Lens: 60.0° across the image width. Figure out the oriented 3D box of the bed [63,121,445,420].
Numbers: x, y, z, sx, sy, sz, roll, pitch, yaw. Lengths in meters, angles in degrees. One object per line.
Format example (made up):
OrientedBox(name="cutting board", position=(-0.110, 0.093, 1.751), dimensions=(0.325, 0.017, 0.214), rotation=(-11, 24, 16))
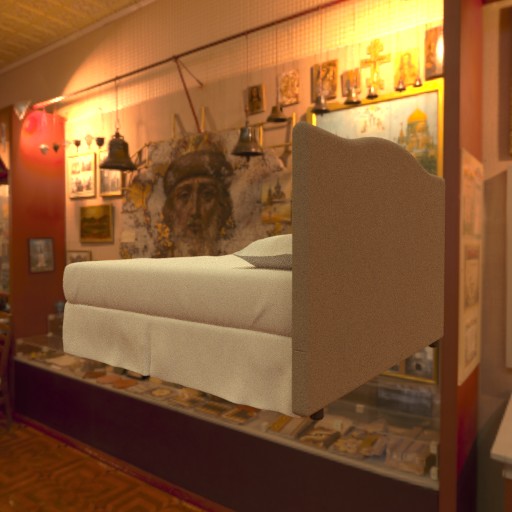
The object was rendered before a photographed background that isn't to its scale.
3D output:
OrientedBox(name="bed", position=(0.000, 0.000, 3.353), dimensions=(2.182, 1.421, 2.083), rotation=(1, 2, 38))
